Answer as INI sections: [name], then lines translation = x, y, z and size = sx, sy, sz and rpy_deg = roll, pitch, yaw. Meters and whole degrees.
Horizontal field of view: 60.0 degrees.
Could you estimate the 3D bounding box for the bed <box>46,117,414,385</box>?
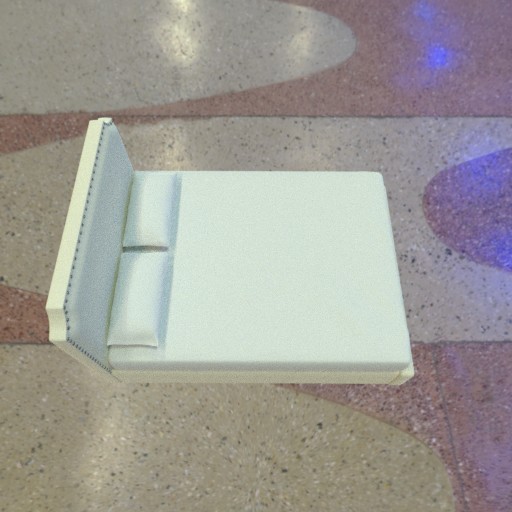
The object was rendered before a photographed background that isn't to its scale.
[bed]
translation = 0.000, 0.000, 3.392
size = 2.329, 1.415, 1.703
rpy_deg = 0, 63, 0
